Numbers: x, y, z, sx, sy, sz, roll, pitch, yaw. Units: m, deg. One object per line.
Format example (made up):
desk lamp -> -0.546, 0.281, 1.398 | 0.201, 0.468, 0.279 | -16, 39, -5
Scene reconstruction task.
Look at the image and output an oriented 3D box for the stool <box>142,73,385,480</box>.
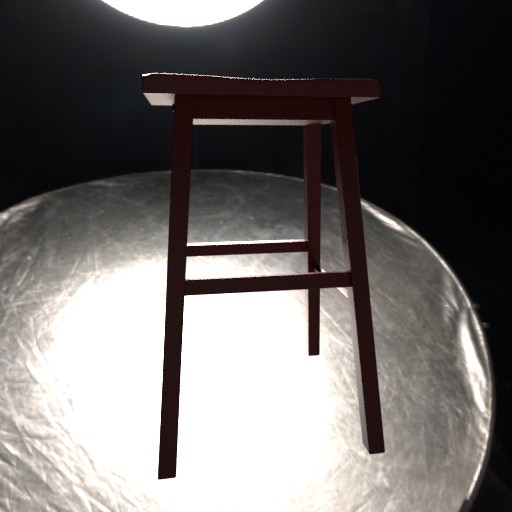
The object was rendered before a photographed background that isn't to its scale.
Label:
stool -> 0.000, 0.000, 1.012 | 0.457, 0.737, 0.476 | -2, 14, -9
